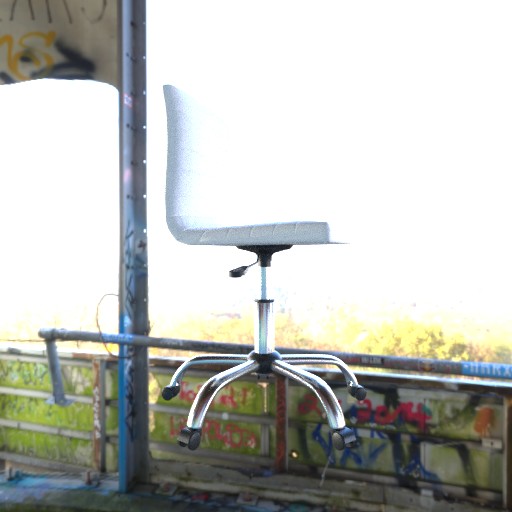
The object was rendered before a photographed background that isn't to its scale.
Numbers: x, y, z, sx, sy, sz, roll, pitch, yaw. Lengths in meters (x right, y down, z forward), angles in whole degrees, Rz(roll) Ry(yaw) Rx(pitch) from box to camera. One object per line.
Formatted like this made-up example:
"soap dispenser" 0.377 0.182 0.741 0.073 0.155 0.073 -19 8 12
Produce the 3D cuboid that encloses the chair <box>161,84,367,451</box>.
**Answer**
"chair" 0.000 0.000 1.126 0.530 0.780 0.556 0 1 18
